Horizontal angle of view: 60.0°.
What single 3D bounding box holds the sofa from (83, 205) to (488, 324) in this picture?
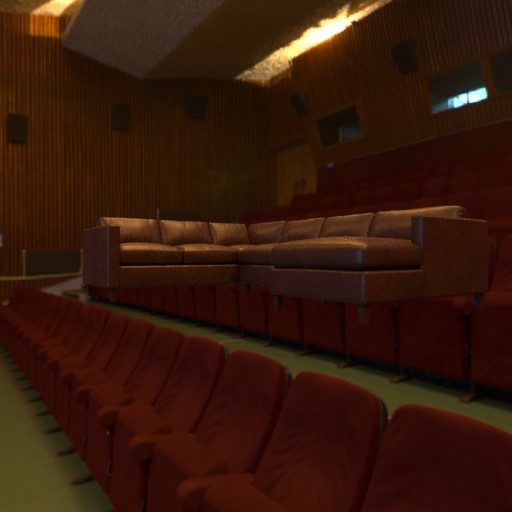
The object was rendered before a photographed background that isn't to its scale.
[{"bbox_3d":[0.000,0.000,4.367,2.452,0.891,3.324,0,0,-36],"label":"sofa"}]
